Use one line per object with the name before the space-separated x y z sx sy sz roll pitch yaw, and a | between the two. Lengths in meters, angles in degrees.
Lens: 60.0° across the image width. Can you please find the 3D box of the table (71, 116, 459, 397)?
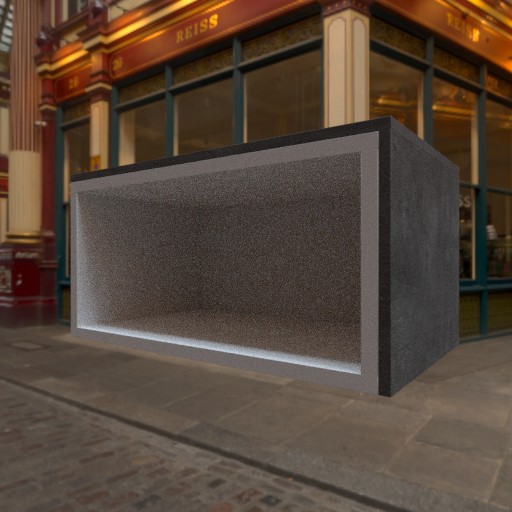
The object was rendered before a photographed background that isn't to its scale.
table | 0.000 0.000 0.916 0.700 0.350 0.400 0 0 36
